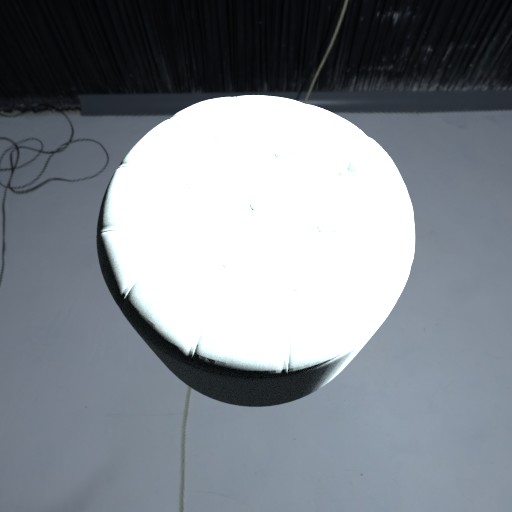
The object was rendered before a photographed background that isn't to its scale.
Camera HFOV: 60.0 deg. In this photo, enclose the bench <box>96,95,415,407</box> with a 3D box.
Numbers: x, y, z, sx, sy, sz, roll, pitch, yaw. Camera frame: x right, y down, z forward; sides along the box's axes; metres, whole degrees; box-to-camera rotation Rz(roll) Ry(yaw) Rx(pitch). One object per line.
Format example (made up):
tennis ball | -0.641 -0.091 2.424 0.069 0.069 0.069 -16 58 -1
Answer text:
bench | 0.000 0.000 0.995 0.600 0.453 0.600 0 64 0
